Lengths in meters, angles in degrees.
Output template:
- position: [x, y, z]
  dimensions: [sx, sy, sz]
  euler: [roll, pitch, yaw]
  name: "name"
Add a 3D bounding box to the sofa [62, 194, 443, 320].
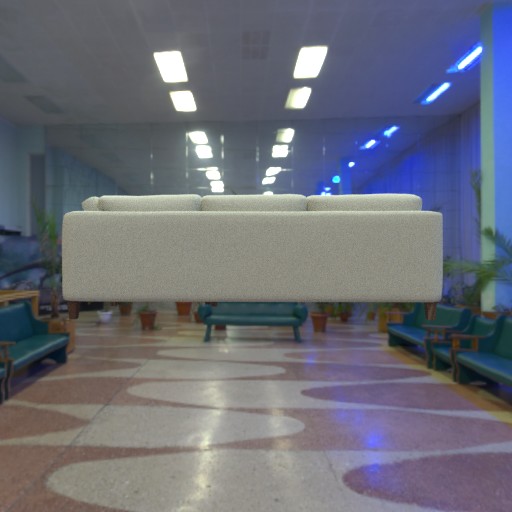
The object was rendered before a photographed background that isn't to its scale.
- position: [0.000, 0.000, 4.500]
  dimensions: [2.551, 0.853, 3.238]
  euler: [0, 0, 1]
  name: "sofa"
